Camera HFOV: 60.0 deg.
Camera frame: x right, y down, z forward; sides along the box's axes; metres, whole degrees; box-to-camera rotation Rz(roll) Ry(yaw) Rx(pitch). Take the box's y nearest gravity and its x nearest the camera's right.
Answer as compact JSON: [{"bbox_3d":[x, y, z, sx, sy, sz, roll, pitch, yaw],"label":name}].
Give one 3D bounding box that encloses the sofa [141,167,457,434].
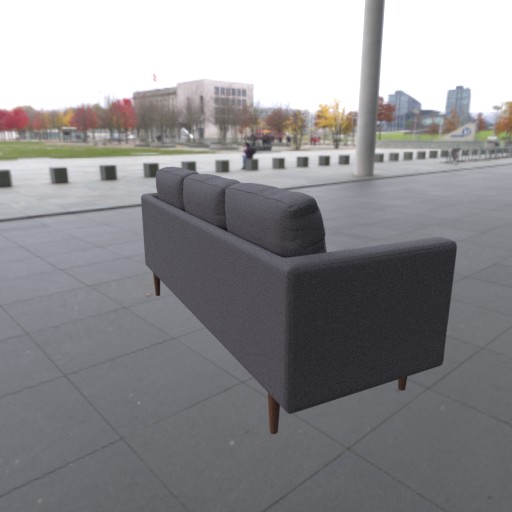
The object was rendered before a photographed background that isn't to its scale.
[{"bbox_3d":[0.000,0.000,2.487,0.802,0.912,2.029,-8,17,-26],"label":"sofa"}]
